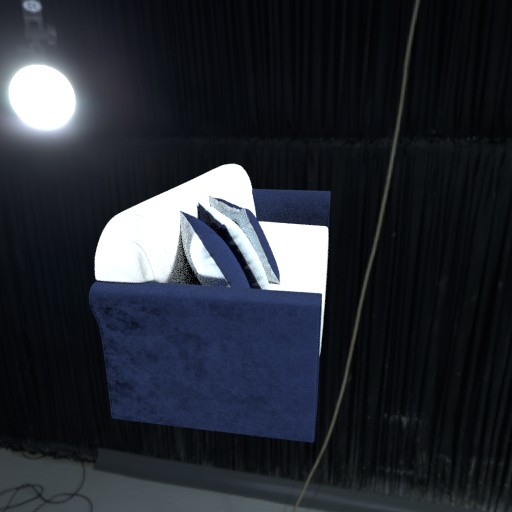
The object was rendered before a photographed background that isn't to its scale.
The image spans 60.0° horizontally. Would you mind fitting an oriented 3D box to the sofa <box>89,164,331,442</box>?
[{"bbox_3d":[0.000,0.000,2.357,0.749,0.789,2.006,3,18,9],"label":"sofa"}]
